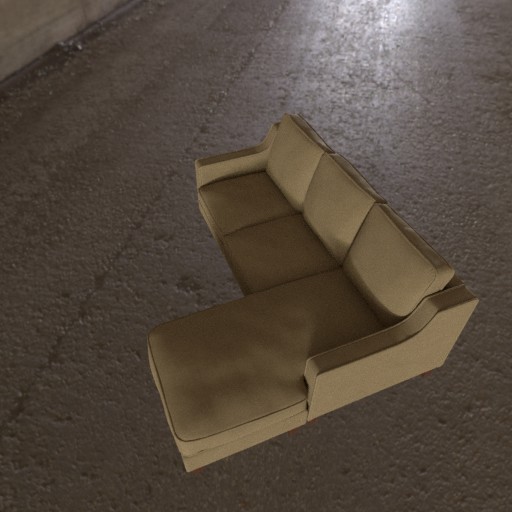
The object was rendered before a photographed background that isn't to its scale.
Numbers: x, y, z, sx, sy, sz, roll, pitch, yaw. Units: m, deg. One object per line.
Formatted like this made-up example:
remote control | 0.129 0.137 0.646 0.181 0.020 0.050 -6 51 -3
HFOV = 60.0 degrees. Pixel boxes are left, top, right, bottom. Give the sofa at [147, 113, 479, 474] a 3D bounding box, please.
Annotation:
sofa | 0.000 0.000 3.263 1.858 1.066 2.317 -16 47 -16
